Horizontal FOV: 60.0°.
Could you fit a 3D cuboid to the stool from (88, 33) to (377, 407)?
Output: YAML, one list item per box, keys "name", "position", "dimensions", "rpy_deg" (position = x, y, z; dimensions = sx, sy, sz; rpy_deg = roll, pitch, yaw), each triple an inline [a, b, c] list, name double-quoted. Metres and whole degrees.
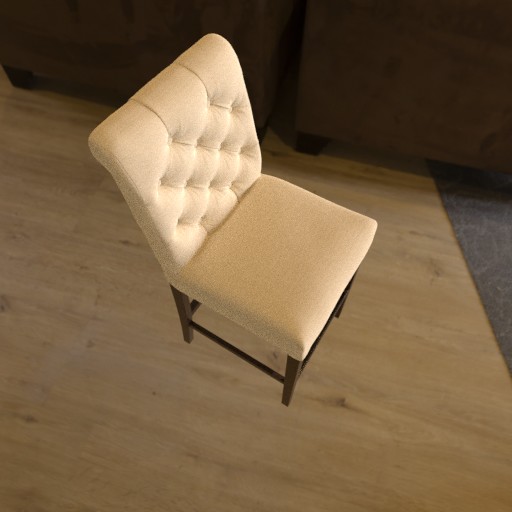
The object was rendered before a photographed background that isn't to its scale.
- name: "stool"
  position: [0.000, 0.000, 1.433]
  dimensions: [0.610, 1.118, 0.482]
  rpy_deg: [28, 63, 16]
